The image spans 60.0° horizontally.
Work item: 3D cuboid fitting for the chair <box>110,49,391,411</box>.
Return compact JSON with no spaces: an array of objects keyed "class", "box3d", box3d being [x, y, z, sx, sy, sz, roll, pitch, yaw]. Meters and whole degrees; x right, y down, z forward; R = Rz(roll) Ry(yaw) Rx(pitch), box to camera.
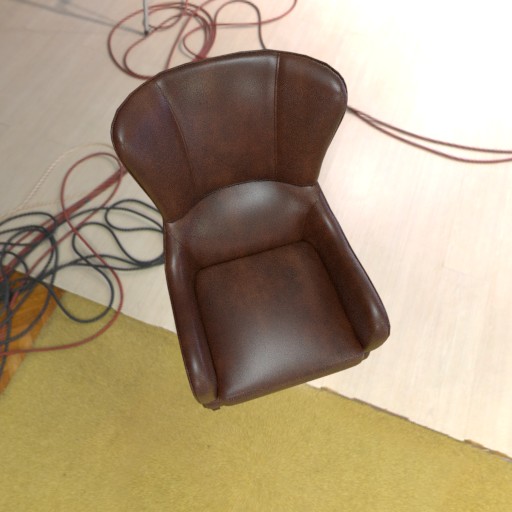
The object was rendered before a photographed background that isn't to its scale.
[{"class":"chair","box3d":[0.000,0.000,1.609,0.692,1.048,0.914,-16,65,-8]}]
